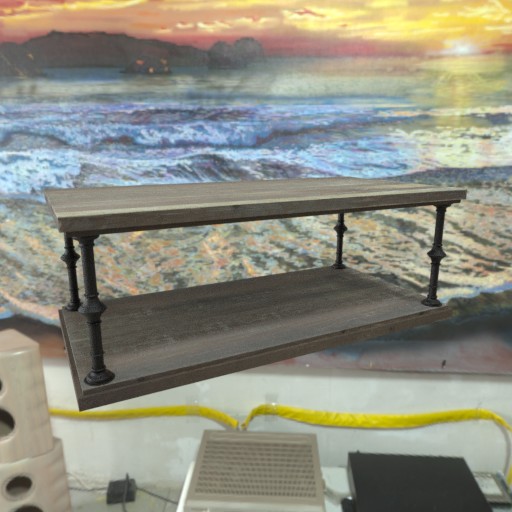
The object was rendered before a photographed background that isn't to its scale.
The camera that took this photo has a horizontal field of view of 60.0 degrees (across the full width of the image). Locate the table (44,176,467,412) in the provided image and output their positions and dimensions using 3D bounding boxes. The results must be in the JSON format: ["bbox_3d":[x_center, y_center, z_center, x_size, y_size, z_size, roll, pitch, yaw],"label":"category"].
[{"bbox_3d":[0.000,0.000,1.327,1.088,0.399,0.554,-7,16,-26],"label":"table"}]
